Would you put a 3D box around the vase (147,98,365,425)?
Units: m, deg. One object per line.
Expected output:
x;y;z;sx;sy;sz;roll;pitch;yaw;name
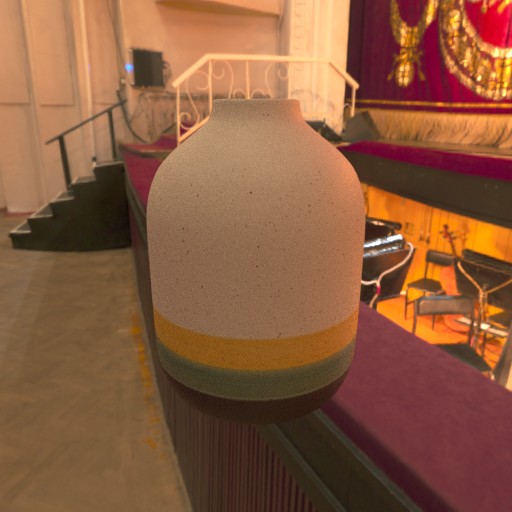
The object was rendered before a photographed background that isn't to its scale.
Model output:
0.000;0.000;0.361;0.169;0.240;0.169;0;18;0;vase
